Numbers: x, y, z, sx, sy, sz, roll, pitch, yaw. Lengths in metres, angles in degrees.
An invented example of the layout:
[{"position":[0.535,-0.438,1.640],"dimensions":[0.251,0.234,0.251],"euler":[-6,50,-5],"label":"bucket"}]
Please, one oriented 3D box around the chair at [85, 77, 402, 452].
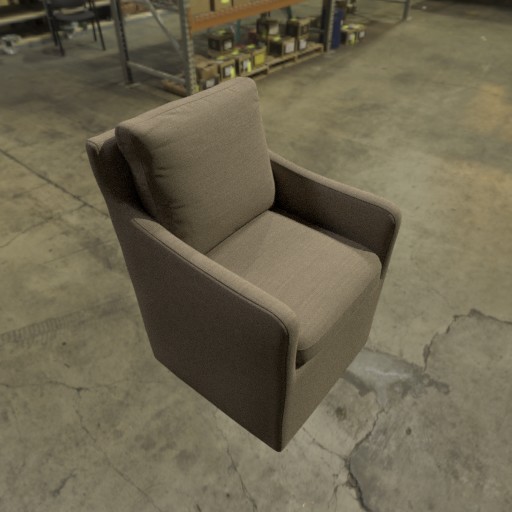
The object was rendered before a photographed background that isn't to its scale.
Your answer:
[{"position":[0.000,0.000,1.412],"dimensions":[0.694,0.914,0.626],"euler":[28,48,29],"label":"chair"}]
